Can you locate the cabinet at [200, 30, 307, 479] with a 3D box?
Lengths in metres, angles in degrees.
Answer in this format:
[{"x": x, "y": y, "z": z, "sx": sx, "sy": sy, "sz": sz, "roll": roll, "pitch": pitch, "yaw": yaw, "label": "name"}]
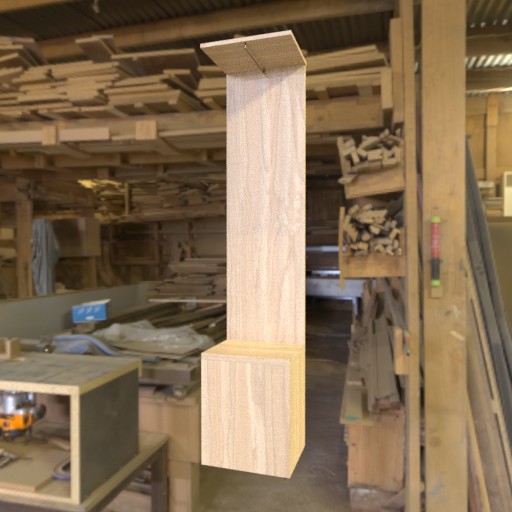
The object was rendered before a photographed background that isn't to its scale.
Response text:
[{"x": 0.000, "y": 0.000, "z": 2.073, "sx": 0.411, "sy": 1.879, "sz": 0.338, "roll": 0, "pitch": 1, "yaw": 18, "label": "cabinet"}]
